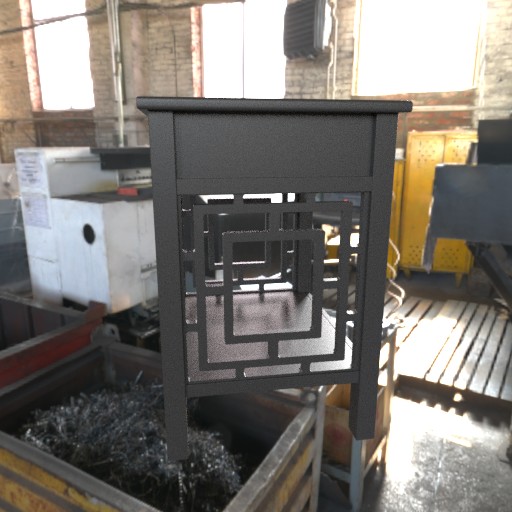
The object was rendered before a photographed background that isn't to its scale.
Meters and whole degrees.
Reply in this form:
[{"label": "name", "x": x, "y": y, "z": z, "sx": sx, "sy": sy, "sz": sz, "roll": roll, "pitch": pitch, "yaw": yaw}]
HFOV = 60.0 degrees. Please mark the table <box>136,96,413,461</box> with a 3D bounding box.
[{"label": "table", "x": 0.000, "y": 0.000, "z": 1.038, "sx": 0.451, "sy": 0.646, "sz": 0.564, "roll": -2, "pitch": 14, "yaw": -9}]
